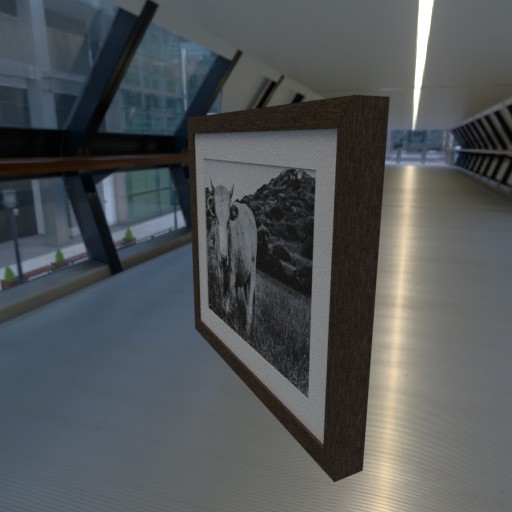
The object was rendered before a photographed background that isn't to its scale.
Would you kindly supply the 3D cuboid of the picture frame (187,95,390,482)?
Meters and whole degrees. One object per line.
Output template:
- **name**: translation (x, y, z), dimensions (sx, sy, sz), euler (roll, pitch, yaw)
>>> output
- **picture frame**: translation (0.000, 0.000, 0.529), dimensions (0.033, 0.330, 0.378), euler (-7, 16, -26)
